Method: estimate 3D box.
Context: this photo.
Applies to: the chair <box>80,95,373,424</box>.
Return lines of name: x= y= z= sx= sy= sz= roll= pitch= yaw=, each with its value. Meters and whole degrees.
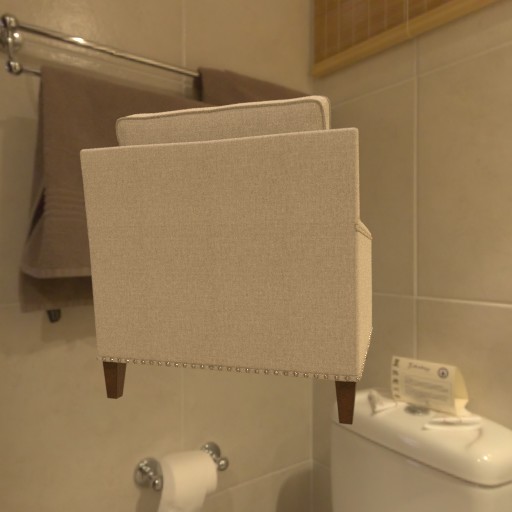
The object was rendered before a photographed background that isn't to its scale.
chair: x=0.000 y=0.000 z=1.731 sx=0.853 sy=0.943 sz=1.014 roll=0 pitch=0 yaw=17
